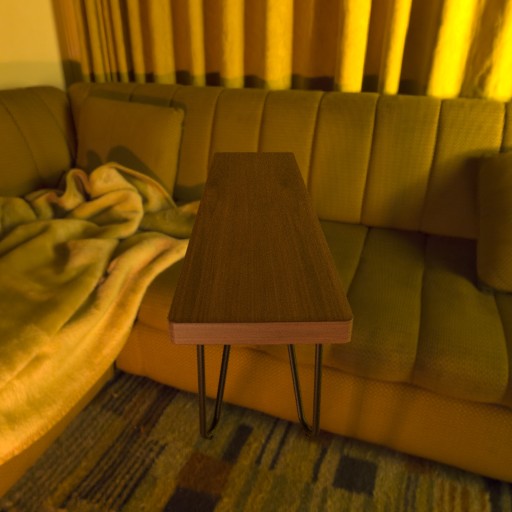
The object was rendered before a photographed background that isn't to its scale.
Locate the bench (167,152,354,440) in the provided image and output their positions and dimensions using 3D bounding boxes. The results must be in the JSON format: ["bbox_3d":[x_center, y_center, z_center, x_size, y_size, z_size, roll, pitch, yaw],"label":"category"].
[{"bbox_3d":[0.000,0.000,1.787,0.425,0.462,1.570,0,27,-1],"label":"bench"}]
